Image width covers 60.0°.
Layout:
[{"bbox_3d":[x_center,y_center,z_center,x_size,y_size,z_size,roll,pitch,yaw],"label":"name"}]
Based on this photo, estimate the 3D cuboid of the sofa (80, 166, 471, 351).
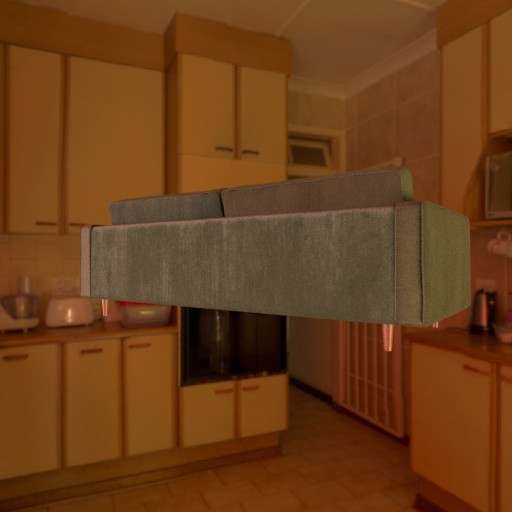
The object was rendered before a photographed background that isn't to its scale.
[{"bbox_3d":[0.000,0.000,2.630,2.199,0.769,0.918,0,0,36],"label":"sofa"}]
